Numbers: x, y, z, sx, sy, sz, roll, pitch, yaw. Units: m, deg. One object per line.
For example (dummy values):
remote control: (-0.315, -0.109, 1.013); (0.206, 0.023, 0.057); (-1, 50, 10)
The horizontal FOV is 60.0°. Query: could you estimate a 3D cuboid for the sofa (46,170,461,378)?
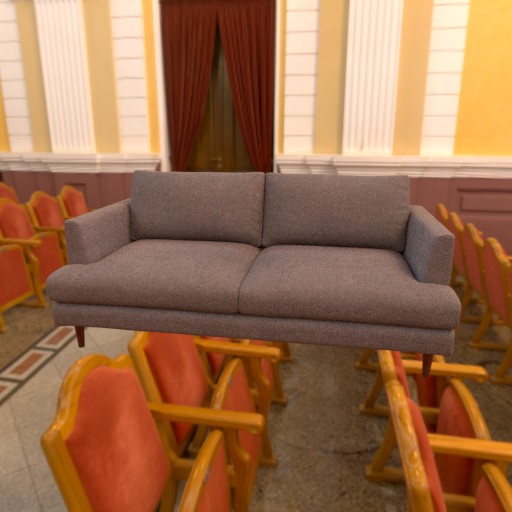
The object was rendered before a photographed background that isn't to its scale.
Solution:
sofa: (0.000, 0.000, 2.494); (1.948, 0.868, 1.020); (3, 17, 9)
